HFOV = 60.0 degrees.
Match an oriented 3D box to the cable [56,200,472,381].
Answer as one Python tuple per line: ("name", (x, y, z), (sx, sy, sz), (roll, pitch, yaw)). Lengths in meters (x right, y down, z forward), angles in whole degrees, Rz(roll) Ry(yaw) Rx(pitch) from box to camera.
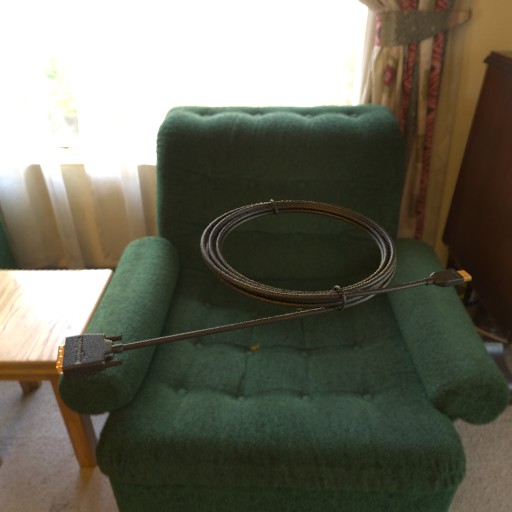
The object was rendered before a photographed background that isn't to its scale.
("cable", (0.000, 0.000, 0.521), (0.422, 0.030, 0.257), (-9, 33, -13))
